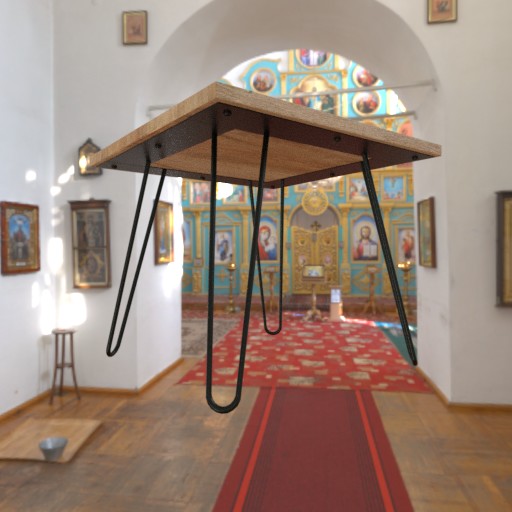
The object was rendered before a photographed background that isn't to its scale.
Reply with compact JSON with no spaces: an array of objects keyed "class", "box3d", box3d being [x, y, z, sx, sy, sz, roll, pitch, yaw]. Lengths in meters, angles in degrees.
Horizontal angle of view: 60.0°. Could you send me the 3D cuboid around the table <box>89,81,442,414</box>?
[{"class":"table","box3d":[0.000,0.000,1.055,0.599,0.500,0.599,0,-1,-37]}]
